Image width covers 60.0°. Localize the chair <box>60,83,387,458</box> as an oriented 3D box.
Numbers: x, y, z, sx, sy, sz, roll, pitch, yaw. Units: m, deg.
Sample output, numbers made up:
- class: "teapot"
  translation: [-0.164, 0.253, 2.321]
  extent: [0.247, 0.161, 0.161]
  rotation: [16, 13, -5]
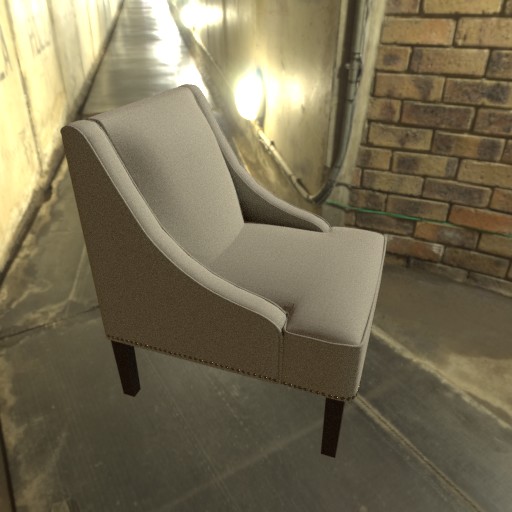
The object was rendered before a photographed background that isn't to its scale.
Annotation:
- class: "chair"
  translation: [0.000, 0.000, 1.341]
  extent: [0.737, 0.864, 0.610]
  rotation: [10, 32, 17]
